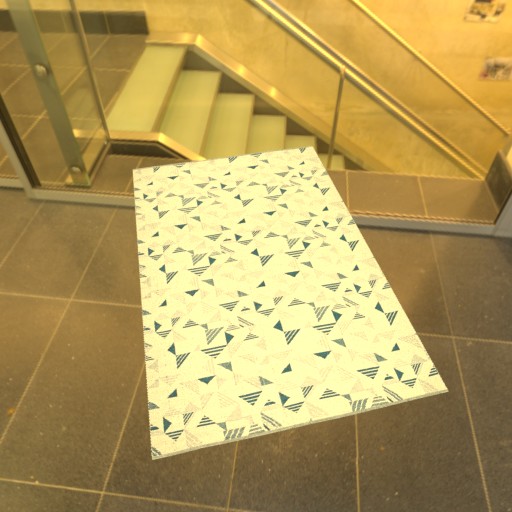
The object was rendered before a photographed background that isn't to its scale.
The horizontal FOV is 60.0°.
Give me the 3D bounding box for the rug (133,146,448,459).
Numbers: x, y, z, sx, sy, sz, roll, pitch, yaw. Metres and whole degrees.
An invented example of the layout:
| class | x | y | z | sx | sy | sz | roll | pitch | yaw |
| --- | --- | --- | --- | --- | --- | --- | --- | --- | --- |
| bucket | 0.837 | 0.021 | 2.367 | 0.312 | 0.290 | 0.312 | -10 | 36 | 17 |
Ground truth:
| class | x | y | z | sx | sy | sz | roll | pitch | yaw |
| --- | --- | --- | --- | --- | --- | --- | --- | --- | --- |
| rug | 0.000 | 0.000 | 2.332 | 1.206 | 0.003 | 1.835 | -10 | 48 | -9 |
